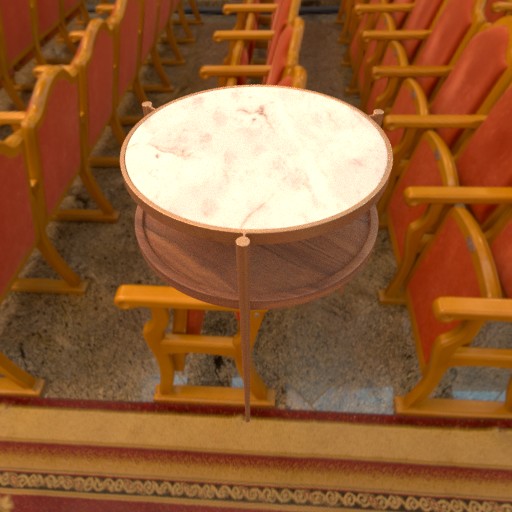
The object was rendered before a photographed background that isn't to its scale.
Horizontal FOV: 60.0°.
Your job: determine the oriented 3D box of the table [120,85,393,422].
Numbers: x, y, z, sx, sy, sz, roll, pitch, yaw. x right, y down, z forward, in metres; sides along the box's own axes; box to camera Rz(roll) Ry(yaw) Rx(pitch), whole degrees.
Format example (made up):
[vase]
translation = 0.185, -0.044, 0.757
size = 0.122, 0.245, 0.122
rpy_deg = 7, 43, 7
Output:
[table]
translation = 0.000, 0.000, 0.864
size = 0.430, 0.493, 0.456
rpy_deg = 3, 45, 3
